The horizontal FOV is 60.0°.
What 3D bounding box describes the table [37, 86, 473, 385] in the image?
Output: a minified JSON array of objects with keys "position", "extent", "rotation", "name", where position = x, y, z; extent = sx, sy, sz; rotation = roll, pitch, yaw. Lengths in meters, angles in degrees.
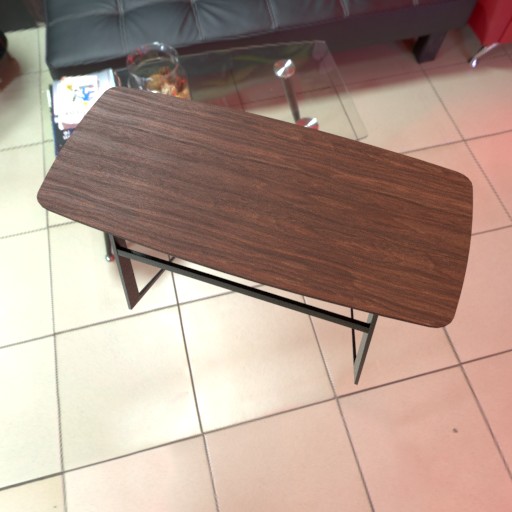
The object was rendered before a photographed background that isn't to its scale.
[{"position":[0.000,0.000,1.105],"extent":[0.804,0.576,0.361],"rotation":[17,65,8],"name":"table"}]
